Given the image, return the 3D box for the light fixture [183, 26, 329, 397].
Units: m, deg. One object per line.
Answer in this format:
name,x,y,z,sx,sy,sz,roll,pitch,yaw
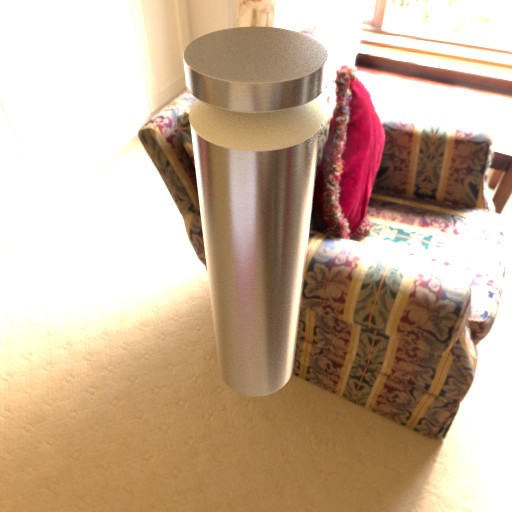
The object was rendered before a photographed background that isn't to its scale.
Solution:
light fixture,0.000,0.000,0.447,0.102,0.400,0.102,-9,46,-8
